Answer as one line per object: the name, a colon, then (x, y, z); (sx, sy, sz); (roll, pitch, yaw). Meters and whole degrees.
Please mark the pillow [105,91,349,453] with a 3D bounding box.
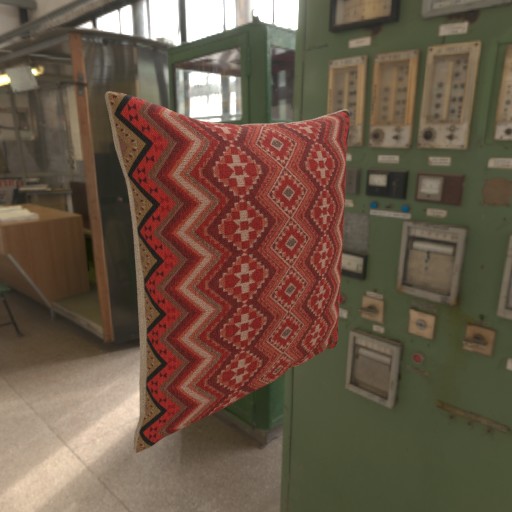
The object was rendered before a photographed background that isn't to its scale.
pillow: (0.000, 0.000, 0.772); (0.158, 0.511, 0.513); (14, 20, 43)
